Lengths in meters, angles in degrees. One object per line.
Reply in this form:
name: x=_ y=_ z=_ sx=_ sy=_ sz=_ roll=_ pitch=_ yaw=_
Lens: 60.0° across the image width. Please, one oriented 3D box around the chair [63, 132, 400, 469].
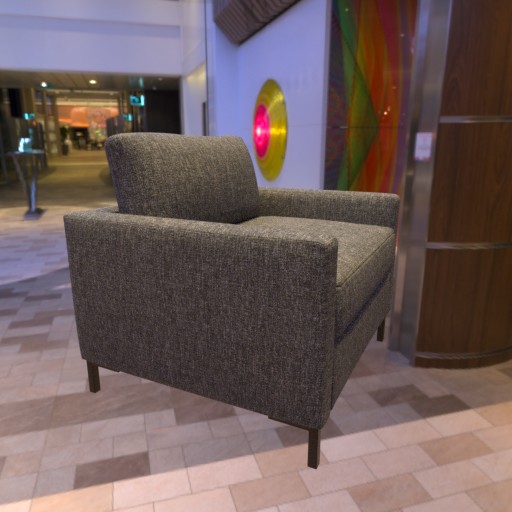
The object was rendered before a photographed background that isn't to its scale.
chair: x=0.000 y=0.000 z=1.609 sx=0.866 sy=0.861 sz=0.963 roll=7 pitch=17 yaw=26
